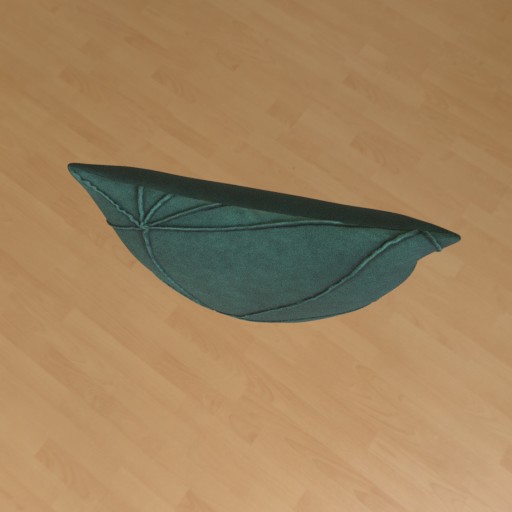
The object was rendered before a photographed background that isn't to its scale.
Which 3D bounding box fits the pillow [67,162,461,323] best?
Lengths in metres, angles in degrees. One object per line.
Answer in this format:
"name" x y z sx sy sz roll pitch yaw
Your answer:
"pillow" 0.000 0.000 0.677 0.439 0.440 0.184 10 75 3
